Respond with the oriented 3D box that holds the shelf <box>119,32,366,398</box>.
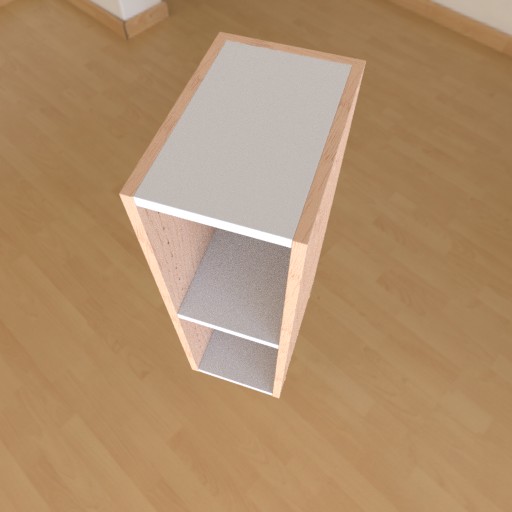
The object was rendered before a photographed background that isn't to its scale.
[{"bbox_3d":[0.000,0.000,0.761,0.200,0.600,0.290,16,60,9],"label":"shelf"}]
